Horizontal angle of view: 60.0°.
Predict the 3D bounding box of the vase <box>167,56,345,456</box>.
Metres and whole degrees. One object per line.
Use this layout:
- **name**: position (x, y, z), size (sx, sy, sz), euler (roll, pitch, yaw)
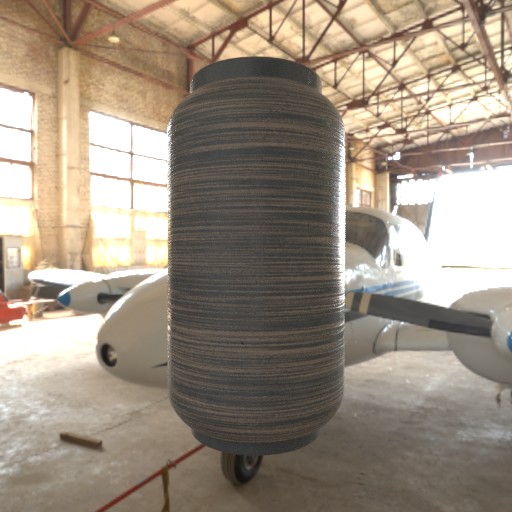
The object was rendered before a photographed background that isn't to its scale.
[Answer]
- **vase**: position (0.000, 0.000, 0.296), size (0.116, 0.230, 0.116), euler (0, 1, 0)
